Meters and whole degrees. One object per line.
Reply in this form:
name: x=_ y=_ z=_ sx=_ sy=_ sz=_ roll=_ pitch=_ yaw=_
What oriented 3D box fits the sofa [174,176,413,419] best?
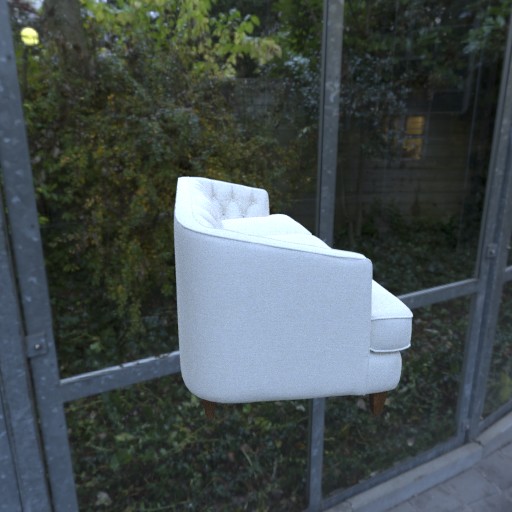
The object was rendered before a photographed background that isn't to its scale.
sofa: x=0.000 y=0.000 z=2.736 sx=0.941 sy=0.855 sz=2.278 roll=-2 pitch=15 yaw=-9
